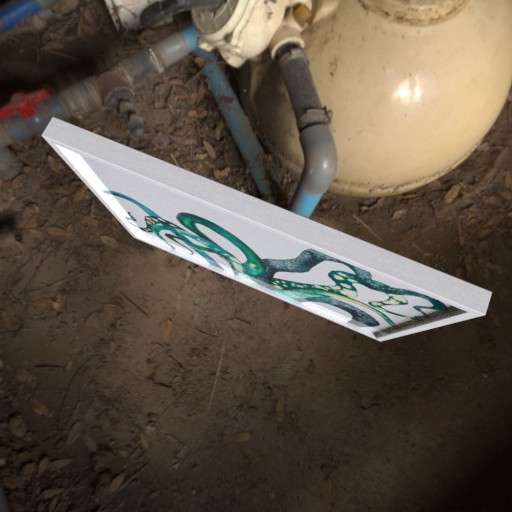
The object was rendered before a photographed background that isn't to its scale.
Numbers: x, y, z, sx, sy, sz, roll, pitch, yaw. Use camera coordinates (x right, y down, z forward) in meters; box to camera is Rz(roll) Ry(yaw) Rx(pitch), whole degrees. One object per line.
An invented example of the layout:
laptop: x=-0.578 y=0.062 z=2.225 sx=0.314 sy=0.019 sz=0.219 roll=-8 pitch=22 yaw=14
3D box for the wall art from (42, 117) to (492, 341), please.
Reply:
wall art: x=0.000 y=0.000 z=1.344 sx=1.041 sy=0.787 sz=0.053 roll=22 pitch=76 yaw=6
